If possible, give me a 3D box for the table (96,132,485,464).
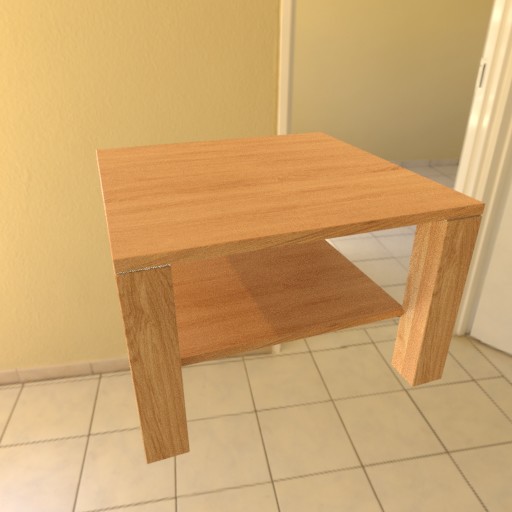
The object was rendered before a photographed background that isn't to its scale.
[{"bbox_3d":[0.000,0.000,1.153,0.700,0.450,0.700,-9,29,-17],"label":"table"}]
